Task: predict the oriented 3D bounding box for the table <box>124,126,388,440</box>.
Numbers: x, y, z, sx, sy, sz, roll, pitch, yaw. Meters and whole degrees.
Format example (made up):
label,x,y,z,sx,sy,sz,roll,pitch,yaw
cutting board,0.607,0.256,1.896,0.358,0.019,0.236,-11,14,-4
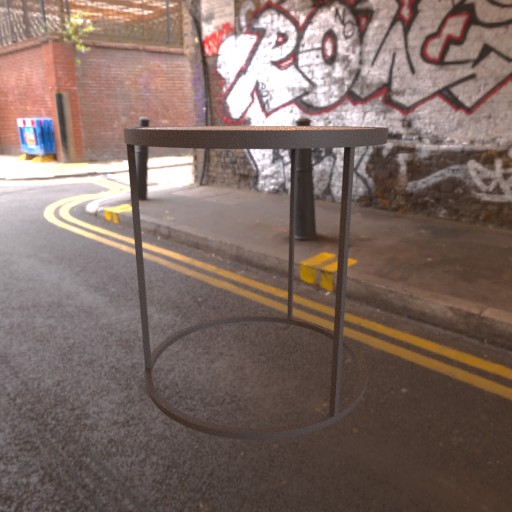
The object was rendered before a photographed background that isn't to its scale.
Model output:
label,x,y,z,sx,sy,sz,roll,pitch,yaw
table,0.000,0.000,0.890,0.470,0.498,0.470,0,17,0
